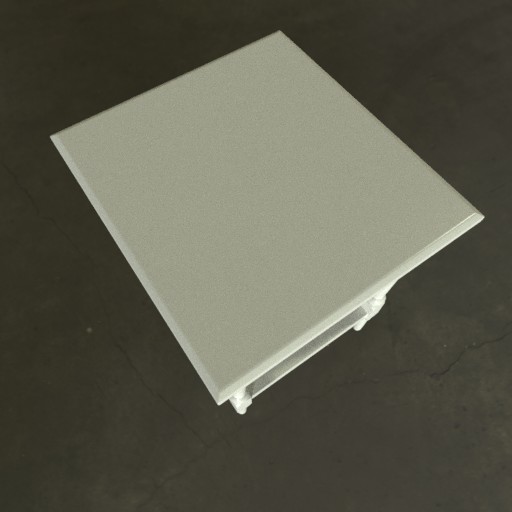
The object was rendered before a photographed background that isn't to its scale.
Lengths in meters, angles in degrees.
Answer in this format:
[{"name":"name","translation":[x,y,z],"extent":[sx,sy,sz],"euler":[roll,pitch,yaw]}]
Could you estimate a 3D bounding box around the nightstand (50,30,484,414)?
[{"name":"nightstand","translation":[0.000,0.000,0.920],"extent":[0.459,0.555,0.505],"euler":[-32,67,-15]}]
